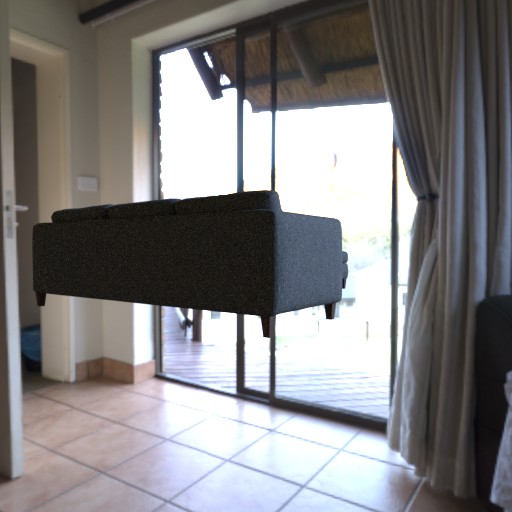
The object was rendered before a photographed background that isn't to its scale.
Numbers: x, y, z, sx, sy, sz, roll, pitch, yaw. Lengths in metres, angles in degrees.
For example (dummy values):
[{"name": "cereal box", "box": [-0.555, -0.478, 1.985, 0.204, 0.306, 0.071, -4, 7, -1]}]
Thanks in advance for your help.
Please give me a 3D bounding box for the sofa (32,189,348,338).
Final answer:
[{"name": "sofa", "box": [0.000, 0.000, 4.429, 2.551, 0.853, 3.238, 1, 1, 35]}]
